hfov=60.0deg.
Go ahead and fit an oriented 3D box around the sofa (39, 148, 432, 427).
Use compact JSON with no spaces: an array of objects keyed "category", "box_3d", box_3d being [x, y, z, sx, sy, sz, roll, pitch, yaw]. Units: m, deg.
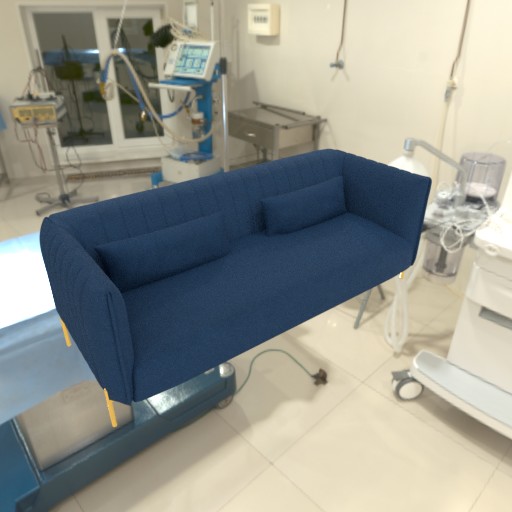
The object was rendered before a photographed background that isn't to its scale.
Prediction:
[{"category":"sofa","box_3d":[0.000,0.000,2.606,2.136,0.793,0.896,-20,35,-31]}]
